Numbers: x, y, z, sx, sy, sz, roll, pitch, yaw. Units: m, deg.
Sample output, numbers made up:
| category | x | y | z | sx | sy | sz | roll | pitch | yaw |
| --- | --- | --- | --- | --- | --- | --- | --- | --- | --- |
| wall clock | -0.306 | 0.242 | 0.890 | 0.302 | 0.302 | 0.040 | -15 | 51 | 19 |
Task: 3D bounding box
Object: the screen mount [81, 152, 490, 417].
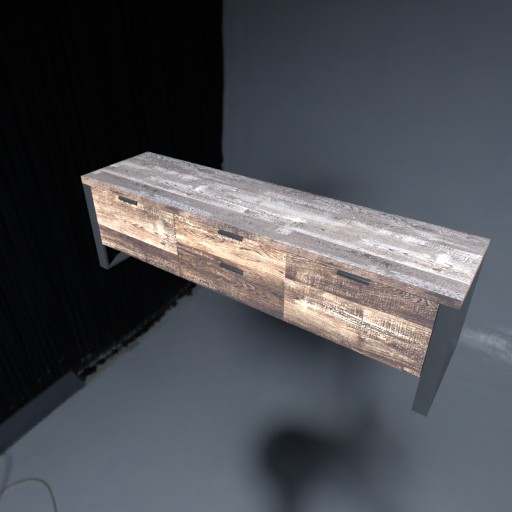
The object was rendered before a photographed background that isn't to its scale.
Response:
| category | x | y | z | sx | sy | sz | roll | pitch | yaw |
| --- | --- | --- | --- | --- | --- | --- | --- | --- | --- |
| screen mount | 0.000 | 0.000 | 1.745 | 1.524 | 0.450 | 0.395 | 20 | 37 | 29 |
